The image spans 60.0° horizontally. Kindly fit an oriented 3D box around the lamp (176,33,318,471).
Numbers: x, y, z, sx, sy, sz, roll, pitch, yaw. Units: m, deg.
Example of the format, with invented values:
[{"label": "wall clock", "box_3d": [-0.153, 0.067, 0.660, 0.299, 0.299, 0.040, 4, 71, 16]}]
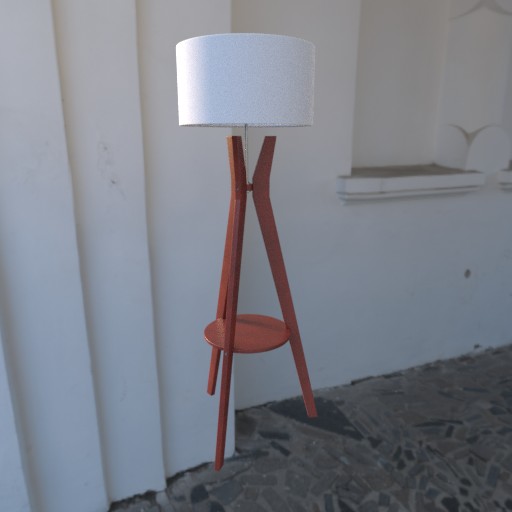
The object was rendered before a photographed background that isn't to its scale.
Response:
[{"label": "lamp", "box_3d": [0.000, 0.000, 1.715, 0.542, 1.472, 0.539, -2, 15, -9]}]
